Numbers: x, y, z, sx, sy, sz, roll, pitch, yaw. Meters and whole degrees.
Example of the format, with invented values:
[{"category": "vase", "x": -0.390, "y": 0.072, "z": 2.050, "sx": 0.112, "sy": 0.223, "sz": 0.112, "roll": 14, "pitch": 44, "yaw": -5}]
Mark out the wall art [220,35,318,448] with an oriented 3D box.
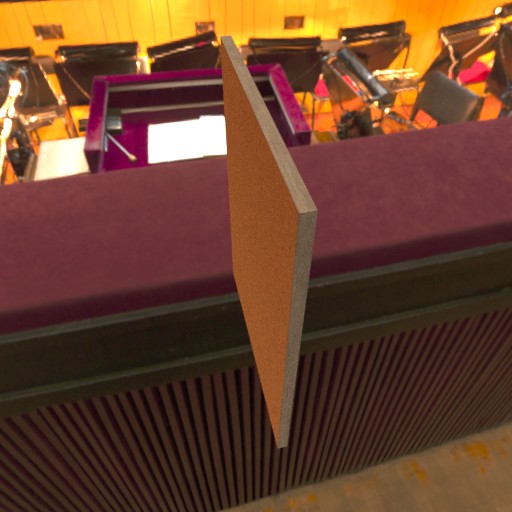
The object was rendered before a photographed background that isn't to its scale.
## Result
[{"category": "wall art", "x": 0.000, "y": 0.000, "z": 0.826, "sx": 0.020, "sy": 0.613, "sz": 0.481, "roll": -9, "pitch": 47, "yaw": -9}]
